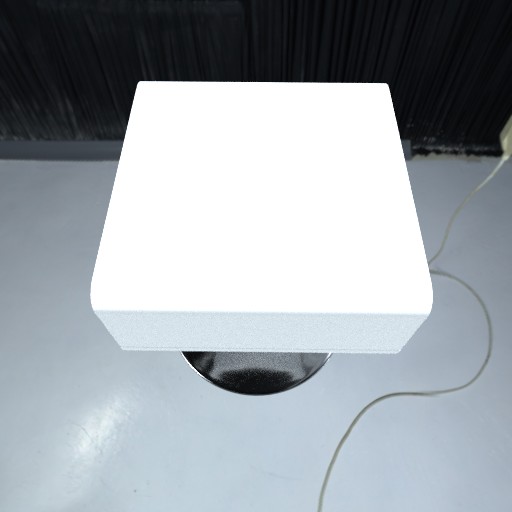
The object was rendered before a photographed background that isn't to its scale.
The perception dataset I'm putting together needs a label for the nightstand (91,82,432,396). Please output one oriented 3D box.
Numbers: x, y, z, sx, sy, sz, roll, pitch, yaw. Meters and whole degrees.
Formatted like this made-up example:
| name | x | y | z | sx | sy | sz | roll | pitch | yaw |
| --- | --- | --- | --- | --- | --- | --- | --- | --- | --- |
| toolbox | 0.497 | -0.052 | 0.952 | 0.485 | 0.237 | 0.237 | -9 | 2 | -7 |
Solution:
| name | x | y | z | sx | sy | sz | roll | pitch | yaw |
| --- | --- | --- | --- | --- | --- | --- | --- | --- | --- |
| nightstand | 0.000 | 0.000 | 0.785 | 0.404 | 0.447 | 0.399 | 1 | 59 | 0 |
